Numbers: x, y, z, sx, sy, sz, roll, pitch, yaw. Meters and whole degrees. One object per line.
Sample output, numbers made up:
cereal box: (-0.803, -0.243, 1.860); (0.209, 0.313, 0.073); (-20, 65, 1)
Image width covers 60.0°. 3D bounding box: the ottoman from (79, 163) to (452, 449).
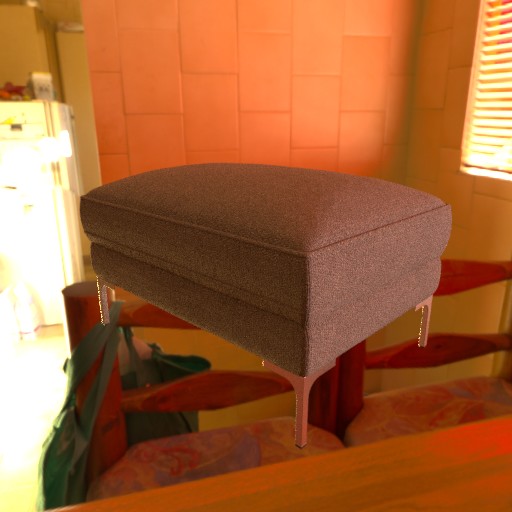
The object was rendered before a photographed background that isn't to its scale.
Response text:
ottoman: (0.000, 0.000, 1.180); (0.785, 0.464, 0.583); (16, 24, 41)
